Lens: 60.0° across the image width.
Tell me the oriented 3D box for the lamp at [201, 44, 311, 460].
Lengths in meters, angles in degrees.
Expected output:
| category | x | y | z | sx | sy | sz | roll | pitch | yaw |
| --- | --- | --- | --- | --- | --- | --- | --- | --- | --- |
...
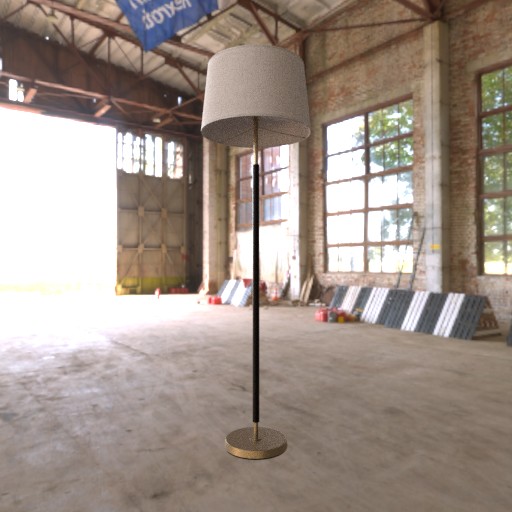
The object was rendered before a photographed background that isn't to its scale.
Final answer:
| category | x | y | z | sx | sy | sz | roll | pitch | yaw |
| --- | --- | --- | --- | --- | --- | --- | --- | --- | --- |
| lamp | 0.000 | 0.000 | 1.695 | 0.420 | 1.447 | 0.420 | 0 | -1 | 0 |
